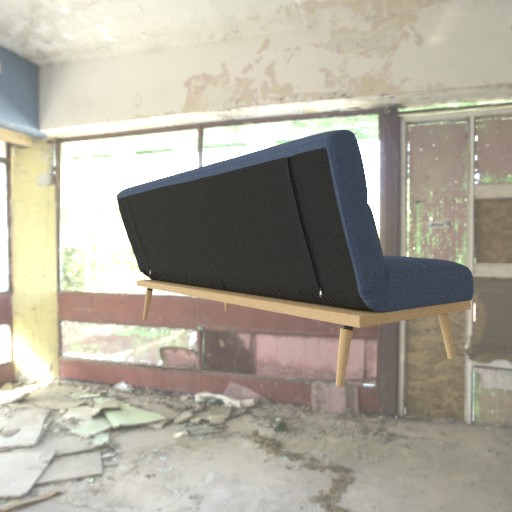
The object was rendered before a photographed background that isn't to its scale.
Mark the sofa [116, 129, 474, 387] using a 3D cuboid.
[{"bbox_3d":[0.000,0.000,2.200,0.796,0.800,1.800,-1,2,-37],"label":"sofa"}]
